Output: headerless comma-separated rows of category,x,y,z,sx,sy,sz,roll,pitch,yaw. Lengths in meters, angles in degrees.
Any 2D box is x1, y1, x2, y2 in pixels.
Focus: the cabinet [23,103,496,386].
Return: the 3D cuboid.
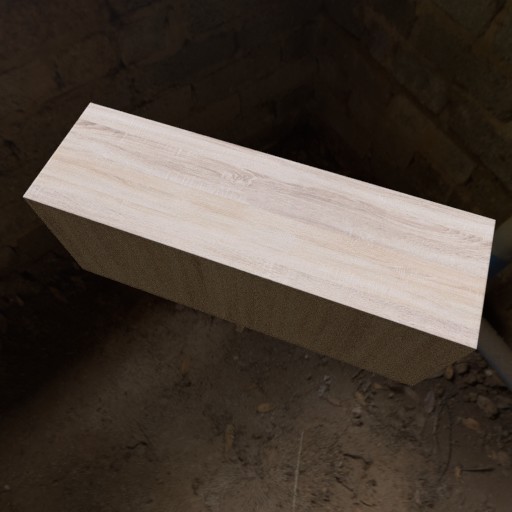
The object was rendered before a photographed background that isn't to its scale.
cabinet,0.000,0.000,1.961,1.650,0.780,0.500,18,65,9
